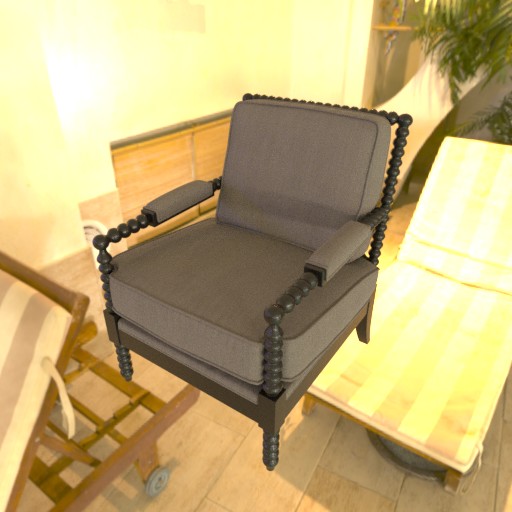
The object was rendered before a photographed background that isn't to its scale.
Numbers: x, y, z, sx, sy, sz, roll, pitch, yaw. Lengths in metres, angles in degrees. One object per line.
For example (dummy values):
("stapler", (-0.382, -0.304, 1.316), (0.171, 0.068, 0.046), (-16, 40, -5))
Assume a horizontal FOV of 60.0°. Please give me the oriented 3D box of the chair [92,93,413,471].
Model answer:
("chair", (0.000, 0.000, 1.120), (0.540, 0.661, 0.622), (19, 35, 29))
